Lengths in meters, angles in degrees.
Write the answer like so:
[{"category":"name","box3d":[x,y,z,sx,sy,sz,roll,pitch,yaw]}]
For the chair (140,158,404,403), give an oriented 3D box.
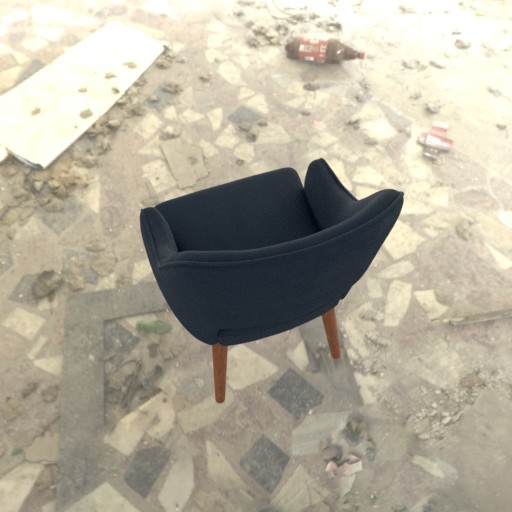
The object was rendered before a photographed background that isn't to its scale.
[{"category":"chair","box3d":[0.000,0.000,1.231,0.559,0.844,0.591,-18,59,-11]}]
